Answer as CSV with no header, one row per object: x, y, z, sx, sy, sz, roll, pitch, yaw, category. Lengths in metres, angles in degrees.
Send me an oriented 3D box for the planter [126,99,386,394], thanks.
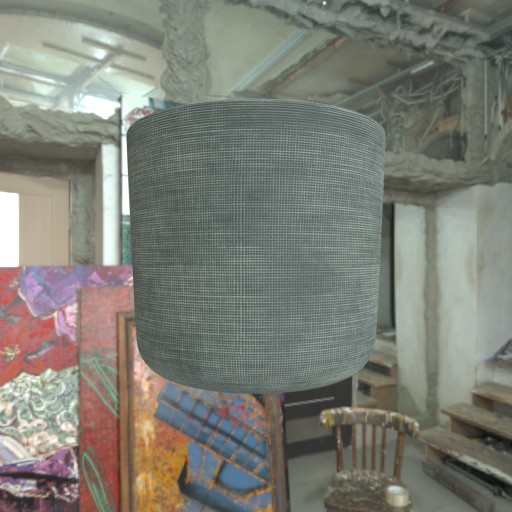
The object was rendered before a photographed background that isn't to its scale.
0.000,0.000,0.782,0.440,0.398,0.440,0,0,0,planter
